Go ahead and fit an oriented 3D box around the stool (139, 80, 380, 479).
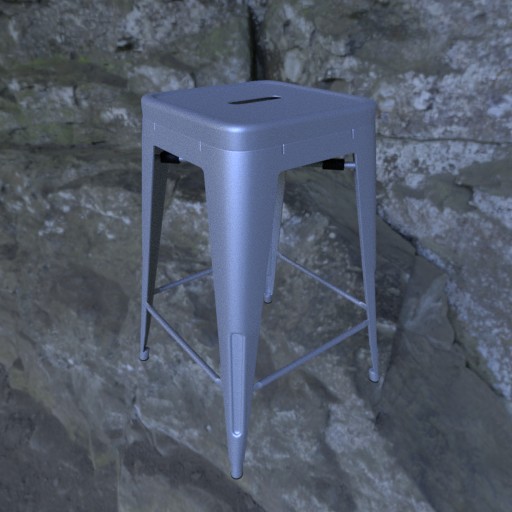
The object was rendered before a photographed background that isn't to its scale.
[{"bbox_3d":[0.000,0.000,0.890,0.406,0.610,0.406,-21,36,-32],"label":"stool"}]
